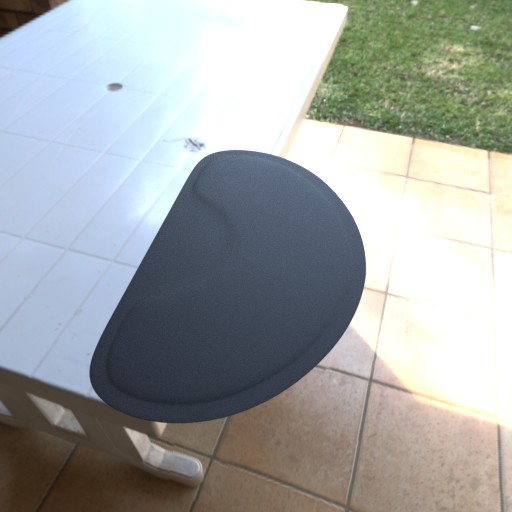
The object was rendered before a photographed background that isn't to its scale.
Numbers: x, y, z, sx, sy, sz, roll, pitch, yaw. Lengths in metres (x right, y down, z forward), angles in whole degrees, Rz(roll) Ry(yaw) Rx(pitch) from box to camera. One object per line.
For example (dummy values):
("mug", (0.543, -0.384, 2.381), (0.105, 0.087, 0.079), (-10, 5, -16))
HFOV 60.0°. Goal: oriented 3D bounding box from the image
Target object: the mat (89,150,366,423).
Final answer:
("mat", (0.000, 0.000, 1.862), (0.913, 0.013, 1.524), (9, 47, 9))
